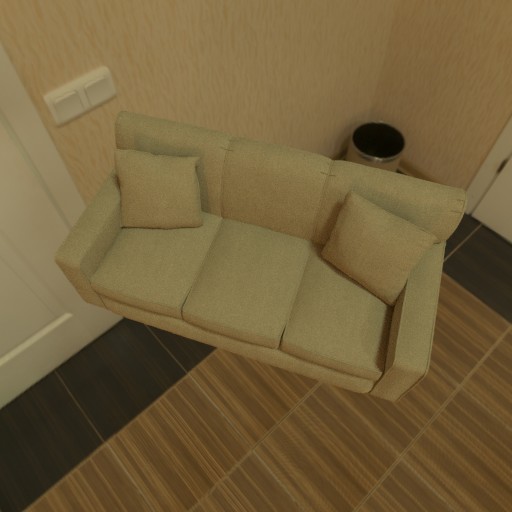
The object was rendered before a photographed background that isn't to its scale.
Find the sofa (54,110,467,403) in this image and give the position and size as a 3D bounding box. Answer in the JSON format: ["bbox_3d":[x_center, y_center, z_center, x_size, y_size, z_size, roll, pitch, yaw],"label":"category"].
[{"bbox_3d":[0.000,0.000,2.588,2.024,0.958,0.997,16,59,10],"label":"sofa"}]
